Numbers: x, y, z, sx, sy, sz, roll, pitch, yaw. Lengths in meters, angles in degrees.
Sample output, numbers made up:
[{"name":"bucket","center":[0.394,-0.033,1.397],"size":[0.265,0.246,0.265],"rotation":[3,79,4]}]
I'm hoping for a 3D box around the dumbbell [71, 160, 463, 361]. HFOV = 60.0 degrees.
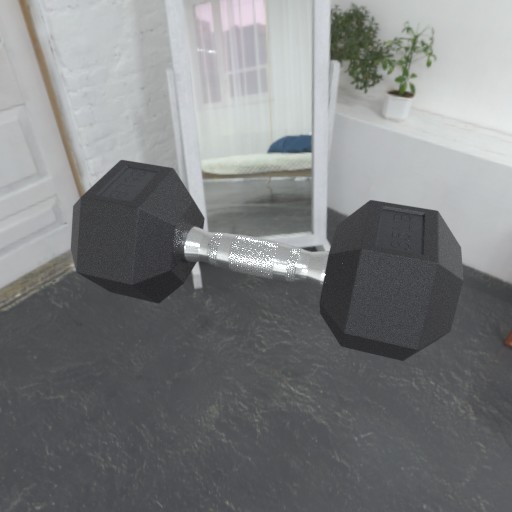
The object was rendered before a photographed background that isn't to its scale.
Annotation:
[{"name":"dumbbell","center":[0.000,0.000,0.430],"size":[0.356,0.123,0.141],"rotation":[11,43,13]}]
